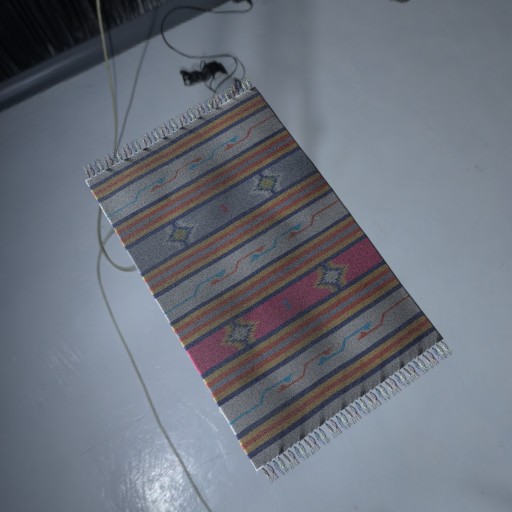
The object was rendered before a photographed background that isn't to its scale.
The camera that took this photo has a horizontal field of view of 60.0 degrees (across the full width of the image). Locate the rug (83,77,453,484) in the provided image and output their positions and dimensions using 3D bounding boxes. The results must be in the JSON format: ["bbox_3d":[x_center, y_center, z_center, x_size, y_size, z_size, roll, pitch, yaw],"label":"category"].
[{"bbox_3d":[0.000,0.000,2.253,1.084,0.013,1.849,-32,77,-8],"label":"rug"}]
